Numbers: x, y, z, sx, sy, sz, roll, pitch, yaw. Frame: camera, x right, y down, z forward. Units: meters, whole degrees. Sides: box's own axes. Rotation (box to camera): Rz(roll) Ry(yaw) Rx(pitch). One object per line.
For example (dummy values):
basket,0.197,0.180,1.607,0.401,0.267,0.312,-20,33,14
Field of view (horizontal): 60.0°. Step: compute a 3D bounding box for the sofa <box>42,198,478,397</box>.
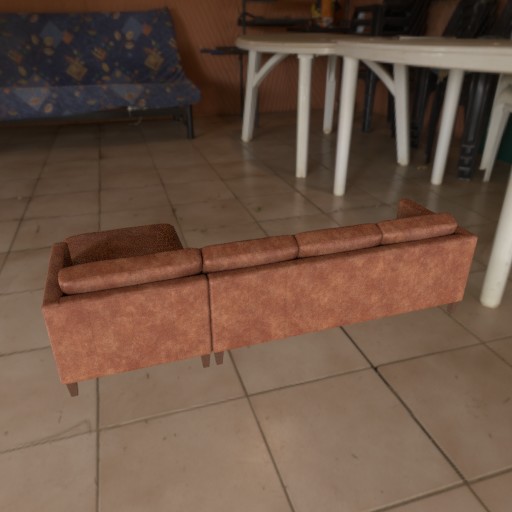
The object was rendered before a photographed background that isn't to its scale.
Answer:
sofa,0.000,0.000,3.859,3.203,0.883,1.581,-9,28,-16
